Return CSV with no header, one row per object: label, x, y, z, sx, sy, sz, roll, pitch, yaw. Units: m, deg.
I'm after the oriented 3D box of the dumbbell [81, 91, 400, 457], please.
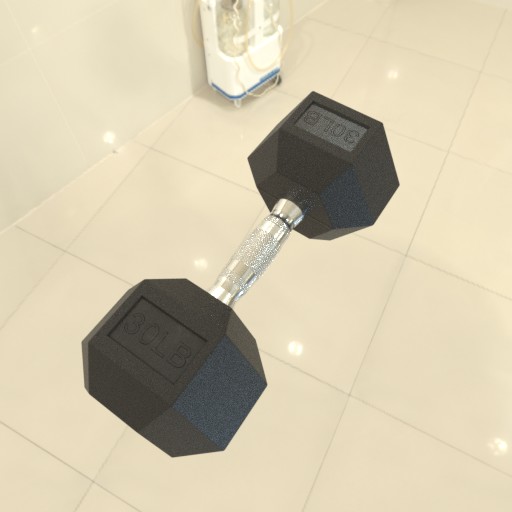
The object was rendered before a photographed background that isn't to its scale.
dumbbell,0.000,0.000,0.393,0.142,0.123,0.337,31,66,16
